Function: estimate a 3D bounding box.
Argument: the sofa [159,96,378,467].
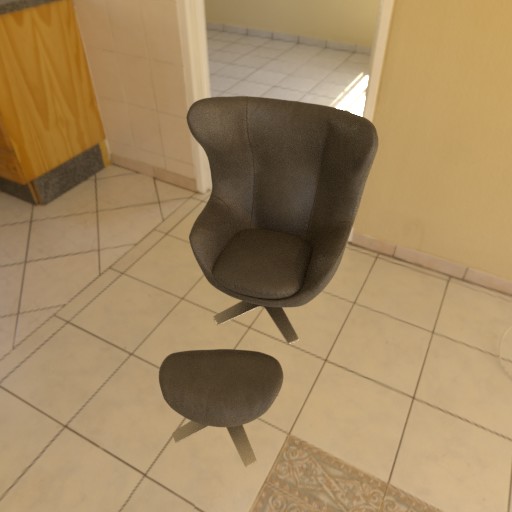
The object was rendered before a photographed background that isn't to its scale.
[{"bbox_3d":[0.000,0.000,2.112,0.894,1.135,1.444,13,43,14],"label":"sofa"}]
